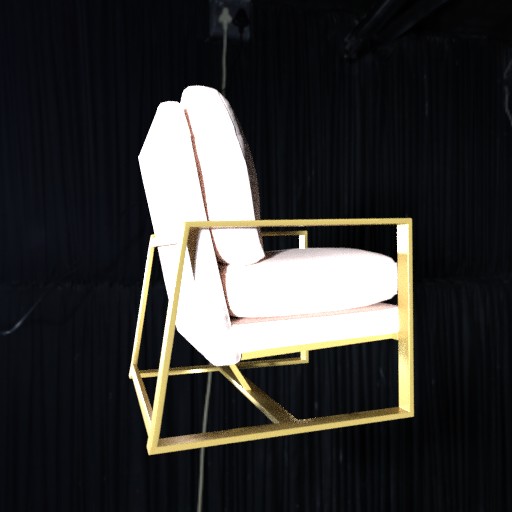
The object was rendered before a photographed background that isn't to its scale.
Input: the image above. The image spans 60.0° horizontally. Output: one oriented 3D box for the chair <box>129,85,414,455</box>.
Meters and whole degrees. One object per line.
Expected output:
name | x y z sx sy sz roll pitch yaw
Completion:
chair | 0.000 0.000 1.554 0.813 0.956 0.758 0 0 -19
